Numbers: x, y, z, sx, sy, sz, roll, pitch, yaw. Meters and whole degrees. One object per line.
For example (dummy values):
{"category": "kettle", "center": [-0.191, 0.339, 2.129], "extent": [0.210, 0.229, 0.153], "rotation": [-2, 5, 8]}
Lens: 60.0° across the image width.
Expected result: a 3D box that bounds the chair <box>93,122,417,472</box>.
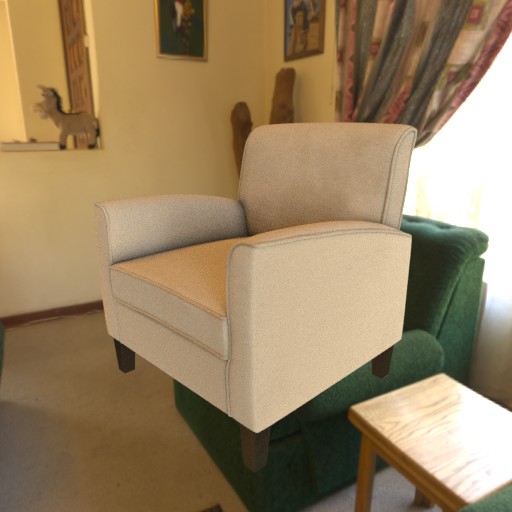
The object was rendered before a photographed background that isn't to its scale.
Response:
{"category": "chair", "center": [0.000, 0.000, 1.577], "extent": [0.821, 0.915, 0.820], "rotation": [-15, 22, -42]}
